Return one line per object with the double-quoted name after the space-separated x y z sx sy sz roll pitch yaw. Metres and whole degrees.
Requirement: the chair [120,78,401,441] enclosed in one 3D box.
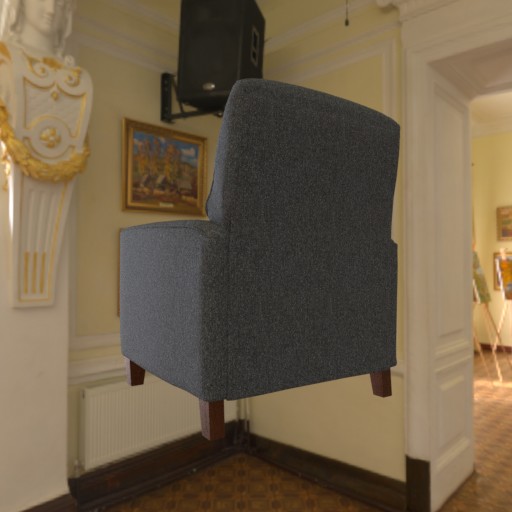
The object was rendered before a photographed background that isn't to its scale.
0.000 0.000 1.683 0.839 1.016 0.850 1 -1 -34 "chair"
